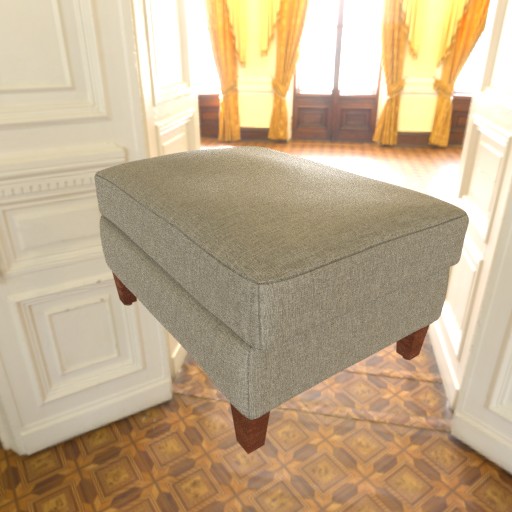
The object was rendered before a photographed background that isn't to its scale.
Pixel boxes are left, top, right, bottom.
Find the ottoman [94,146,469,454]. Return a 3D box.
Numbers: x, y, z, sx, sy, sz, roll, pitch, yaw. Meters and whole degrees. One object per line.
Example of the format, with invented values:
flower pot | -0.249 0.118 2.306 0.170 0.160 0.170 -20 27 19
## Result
ottoman | 0.000 0.000 1.245 0.639 0.494 0.873 -17 31 -31
